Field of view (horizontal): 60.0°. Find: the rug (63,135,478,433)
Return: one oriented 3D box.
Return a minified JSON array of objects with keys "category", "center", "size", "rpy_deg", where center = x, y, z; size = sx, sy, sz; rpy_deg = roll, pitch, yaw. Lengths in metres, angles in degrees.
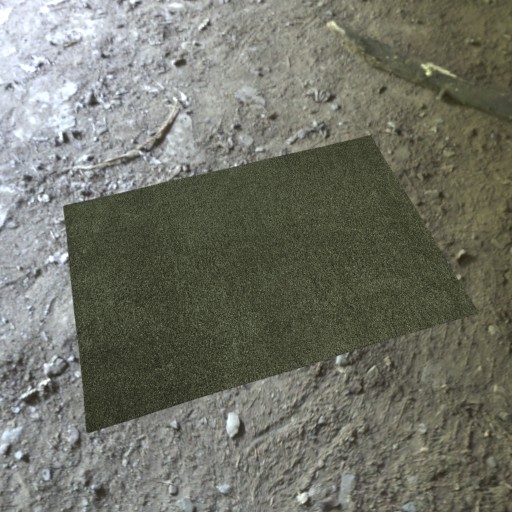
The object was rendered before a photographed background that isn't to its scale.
[{"category":"rug","center":[0.000,0.000,3.334],"size":[2.699,0.026,1.802],"rpy_deg":[-15,60,-9]}]
